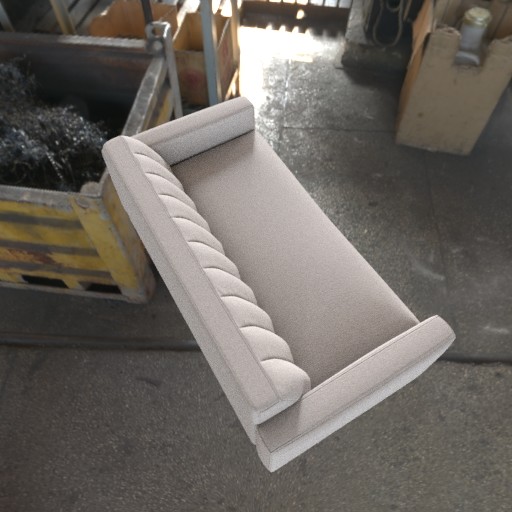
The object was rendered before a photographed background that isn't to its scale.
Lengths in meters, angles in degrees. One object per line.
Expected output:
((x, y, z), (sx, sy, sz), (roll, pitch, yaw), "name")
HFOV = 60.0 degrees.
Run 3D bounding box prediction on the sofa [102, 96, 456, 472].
((0.000, 0.000, 2.415), (0.969, 0.814, 1.895), (-26, 61, -16), "sofa")
